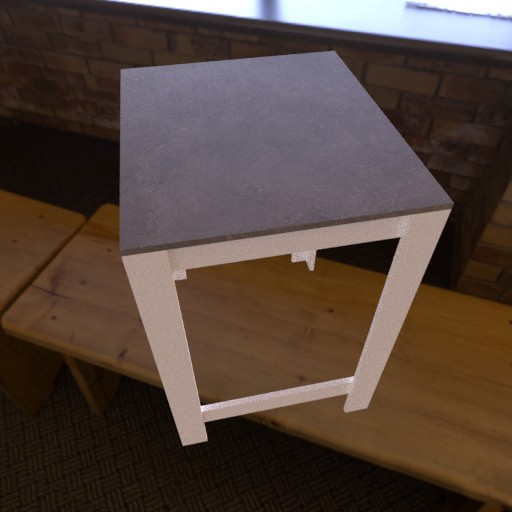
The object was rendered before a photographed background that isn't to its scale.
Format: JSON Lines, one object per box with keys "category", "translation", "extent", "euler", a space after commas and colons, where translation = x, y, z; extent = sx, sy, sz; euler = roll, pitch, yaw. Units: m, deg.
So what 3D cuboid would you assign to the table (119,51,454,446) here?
{"category": "table", "translation": [0.000, 0.000, 1.539], "extent": [0.700, 1.020, 0.800], "euler": [-9, 48, -8]}
